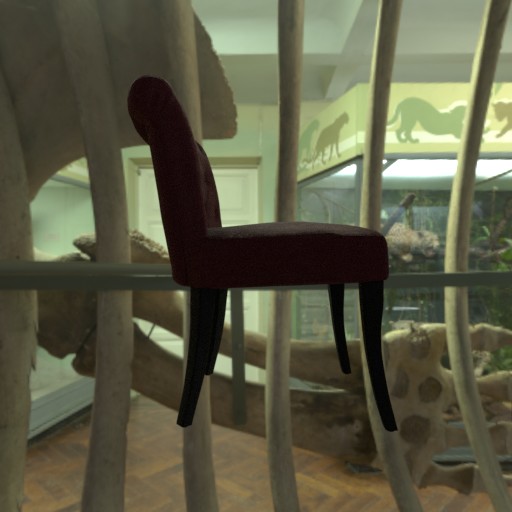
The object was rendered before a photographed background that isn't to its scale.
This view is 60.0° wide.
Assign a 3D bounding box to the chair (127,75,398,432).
[{"bbox_3d":[0.000,0.000,1.181,0.605,0.750,0.582,0,0,0],"label":"chair"}]
